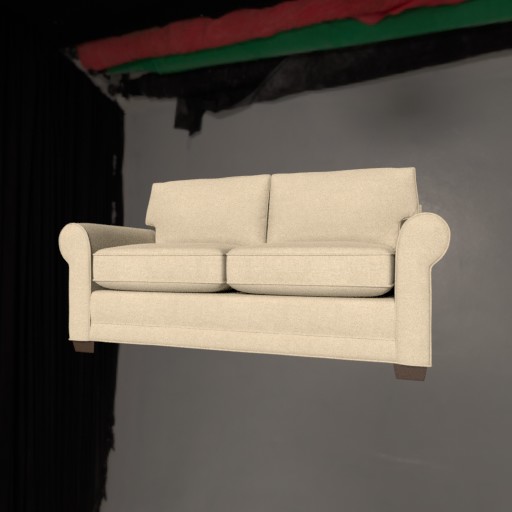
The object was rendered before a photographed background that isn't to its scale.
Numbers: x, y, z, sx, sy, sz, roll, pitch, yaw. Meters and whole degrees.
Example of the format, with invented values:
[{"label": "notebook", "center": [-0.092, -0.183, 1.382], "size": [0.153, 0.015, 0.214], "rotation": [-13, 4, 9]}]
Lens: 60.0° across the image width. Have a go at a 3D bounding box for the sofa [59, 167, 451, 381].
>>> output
[{"label": "sofa", "center": [0.000, 0.000, 2.272], "size": [1.774, 0.933, 0.861], "rotation": [0, 0, 19]}]
